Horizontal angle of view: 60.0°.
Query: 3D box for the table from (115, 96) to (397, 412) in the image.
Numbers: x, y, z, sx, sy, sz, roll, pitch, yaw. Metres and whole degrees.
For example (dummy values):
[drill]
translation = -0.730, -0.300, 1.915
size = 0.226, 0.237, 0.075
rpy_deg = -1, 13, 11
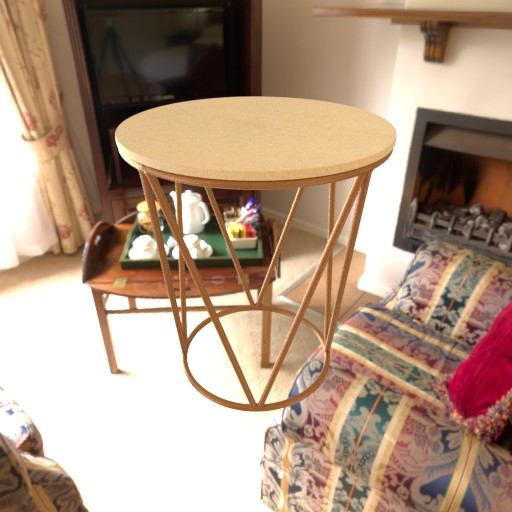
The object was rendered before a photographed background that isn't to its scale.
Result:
[table]
translation = 0.000, 0.000, 0.958
size = 0.500, 0.564, 0.500
rpy_deg = 0, 31, 0
